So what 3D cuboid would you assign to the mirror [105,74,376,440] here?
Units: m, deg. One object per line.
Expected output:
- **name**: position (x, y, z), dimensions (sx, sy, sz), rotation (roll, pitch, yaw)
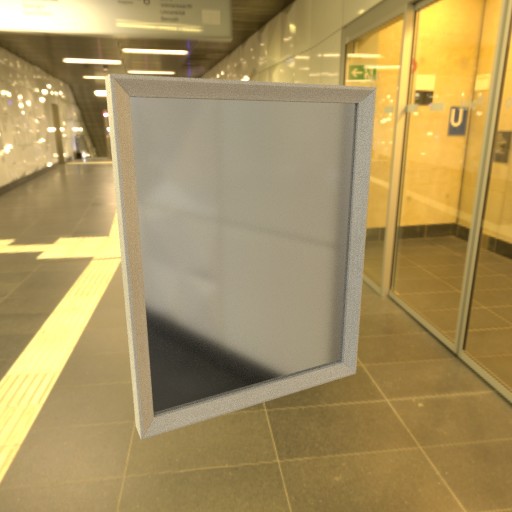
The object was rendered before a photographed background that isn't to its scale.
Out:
- **mirror**: position (0.000, 0.000, 0.696), dimensions (0.406, 0.509, 0.041), rotation (-8, 18, -26)
